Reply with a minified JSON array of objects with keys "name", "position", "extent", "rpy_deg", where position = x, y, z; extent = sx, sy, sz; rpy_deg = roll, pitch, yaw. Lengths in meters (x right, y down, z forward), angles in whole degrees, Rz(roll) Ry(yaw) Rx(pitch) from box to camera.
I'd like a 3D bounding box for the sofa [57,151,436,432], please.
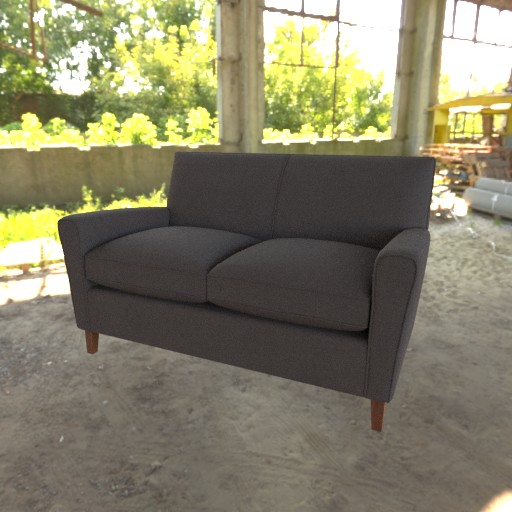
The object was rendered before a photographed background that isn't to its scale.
[{"name":"sofa","position":[0.000,0.000,1.954],"extent":[1.420,0.846,0.871],"rpy_deg":[7,17,24]}]
